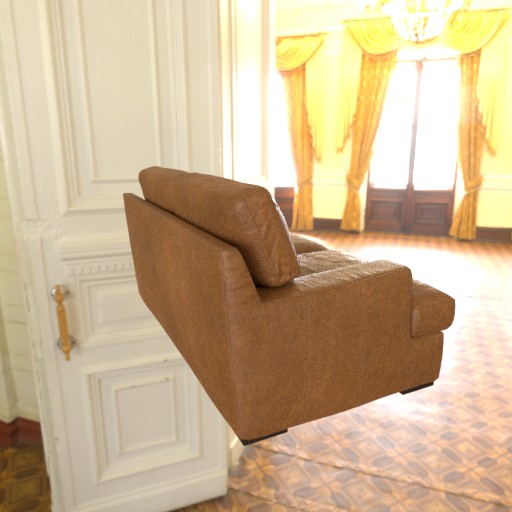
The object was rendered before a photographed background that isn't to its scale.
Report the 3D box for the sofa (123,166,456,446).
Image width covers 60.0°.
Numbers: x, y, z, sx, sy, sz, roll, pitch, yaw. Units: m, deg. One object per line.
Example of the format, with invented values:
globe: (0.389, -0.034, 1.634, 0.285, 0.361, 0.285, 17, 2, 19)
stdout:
sofa: (0.000, 0.000, 2.514, 1.144, 0.966, 1.880, -7, 16, -25)
